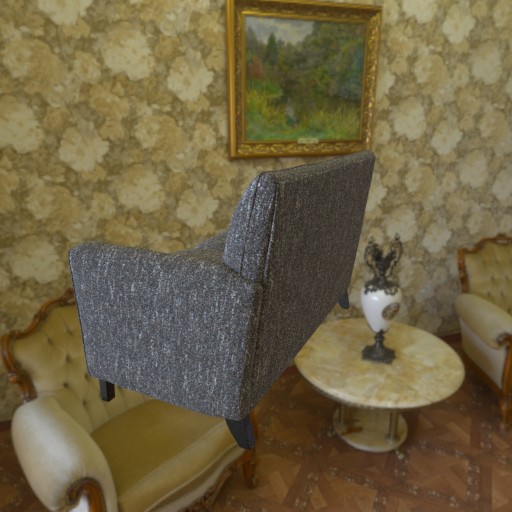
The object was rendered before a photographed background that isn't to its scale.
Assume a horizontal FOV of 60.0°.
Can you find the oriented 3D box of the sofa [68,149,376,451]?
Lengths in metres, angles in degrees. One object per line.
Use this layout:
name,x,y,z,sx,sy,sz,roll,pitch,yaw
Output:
sofa,0.000,0.000,2.118,0.801,0.946,1.519,8,18,24
